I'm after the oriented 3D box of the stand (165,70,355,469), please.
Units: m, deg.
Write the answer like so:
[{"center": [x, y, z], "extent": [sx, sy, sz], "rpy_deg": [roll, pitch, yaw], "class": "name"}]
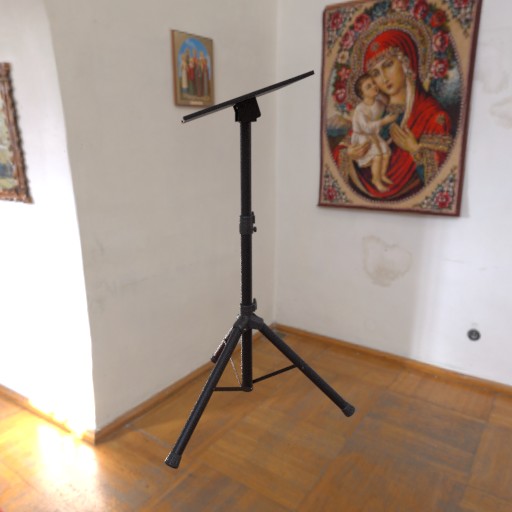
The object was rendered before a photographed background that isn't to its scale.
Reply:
[{"center": [0.000, 0.000, 1.621], "extent": [0.702, 1.198, 0.702], "rpy_deg": [-3, 16, -10], "class": "stand"}]
